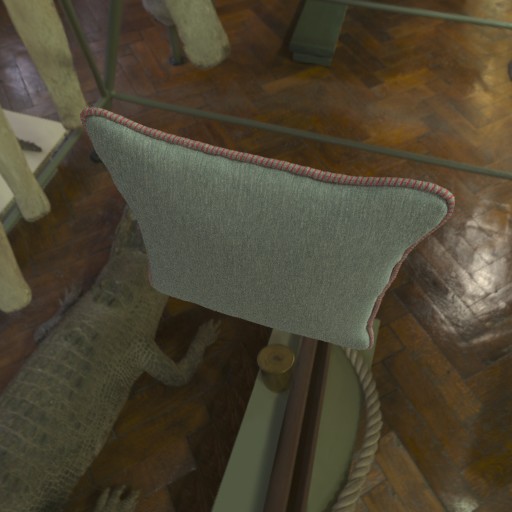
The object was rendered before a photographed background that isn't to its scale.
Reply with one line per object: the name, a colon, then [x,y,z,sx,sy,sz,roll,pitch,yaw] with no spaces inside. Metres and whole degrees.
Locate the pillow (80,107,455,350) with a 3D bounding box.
pillow: [0.000,0.000,0.733,0.482,0.491,0.124,15,59,9]
